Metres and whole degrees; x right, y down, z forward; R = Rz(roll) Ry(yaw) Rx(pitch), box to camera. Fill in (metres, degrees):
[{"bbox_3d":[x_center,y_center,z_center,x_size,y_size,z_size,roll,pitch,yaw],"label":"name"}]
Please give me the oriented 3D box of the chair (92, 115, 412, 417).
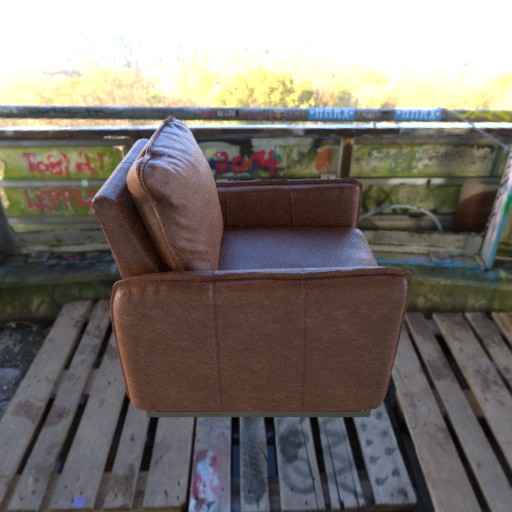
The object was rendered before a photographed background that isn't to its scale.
[{"bbox_3d":[0.000,0.000,1.650,0.922,0.922,0.830,0,31,0],"label":"chair"}]
